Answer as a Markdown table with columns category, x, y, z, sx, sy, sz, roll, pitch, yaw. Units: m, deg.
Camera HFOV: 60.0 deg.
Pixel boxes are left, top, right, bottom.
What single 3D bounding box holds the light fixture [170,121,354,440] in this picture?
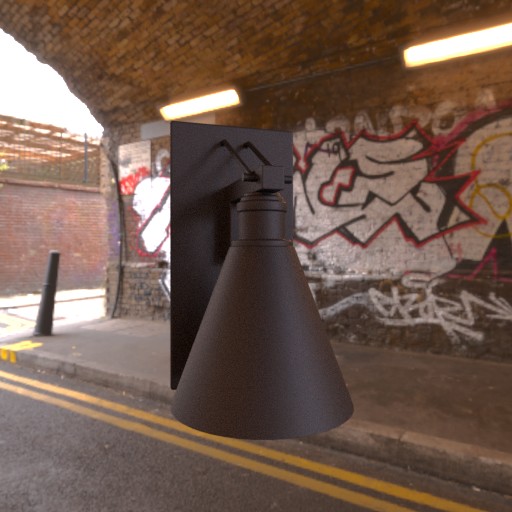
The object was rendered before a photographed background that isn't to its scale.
| category | x | y | z | sx | sy | sz | roll | pitch | yaw |
| --- | --- | --- | --- | --- | --- | --- | --- | --- | --- |
| light fixture | 0.000 | 0.000 | 0.436 | 0.170 | 0.298 | 0.207 | 0 | 0 | -18 |
